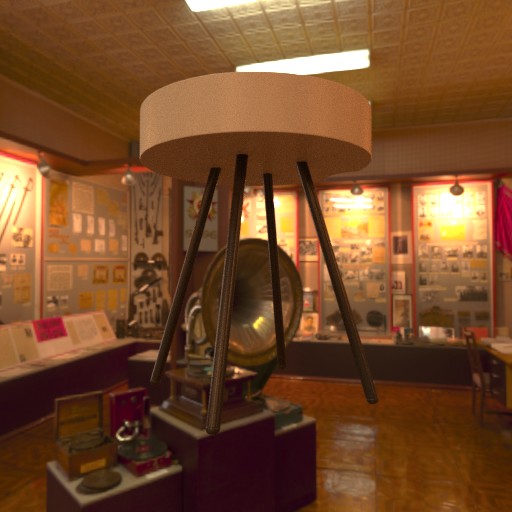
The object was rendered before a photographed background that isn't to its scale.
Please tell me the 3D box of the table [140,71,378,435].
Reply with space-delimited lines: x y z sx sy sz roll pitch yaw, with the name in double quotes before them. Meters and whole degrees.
"table" 0.000 0.000 0.851 0.450 0.525 0.450 0 -1 0
